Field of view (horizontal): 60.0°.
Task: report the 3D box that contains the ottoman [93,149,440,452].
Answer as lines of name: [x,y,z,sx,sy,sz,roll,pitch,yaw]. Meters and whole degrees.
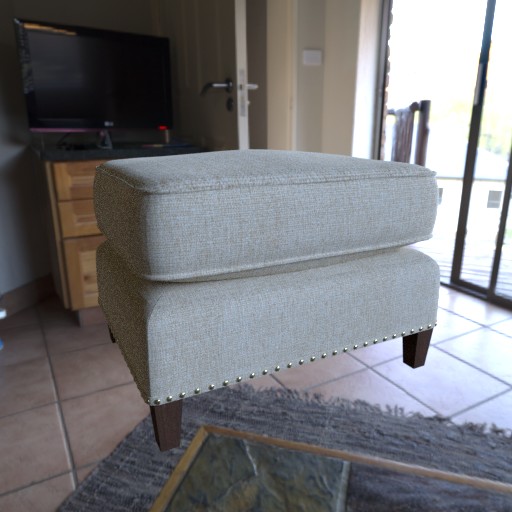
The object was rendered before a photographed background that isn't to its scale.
ottoman: [0.000,0.000,1.148,0.738,0.537,0.589,-8,18,-26]
